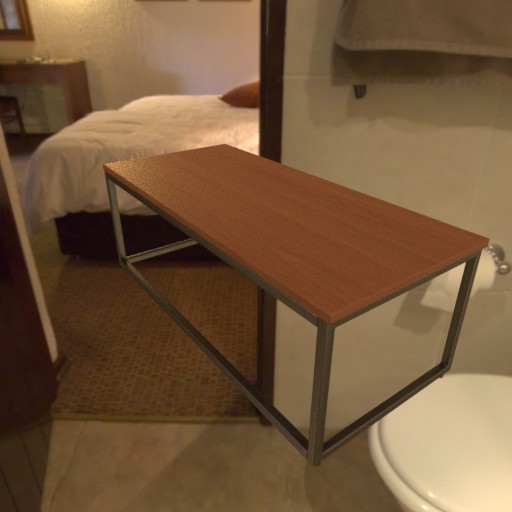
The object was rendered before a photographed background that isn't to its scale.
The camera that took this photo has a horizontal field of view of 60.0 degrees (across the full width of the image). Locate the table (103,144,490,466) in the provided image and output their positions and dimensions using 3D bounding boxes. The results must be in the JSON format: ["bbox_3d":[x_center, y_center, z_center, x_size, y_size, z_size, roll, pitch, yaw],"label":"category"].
[{"bbox_3d":[0.000,0.000,1.351,0.500,0.400,1.100,-19,33,-32],"label":"table"}]
